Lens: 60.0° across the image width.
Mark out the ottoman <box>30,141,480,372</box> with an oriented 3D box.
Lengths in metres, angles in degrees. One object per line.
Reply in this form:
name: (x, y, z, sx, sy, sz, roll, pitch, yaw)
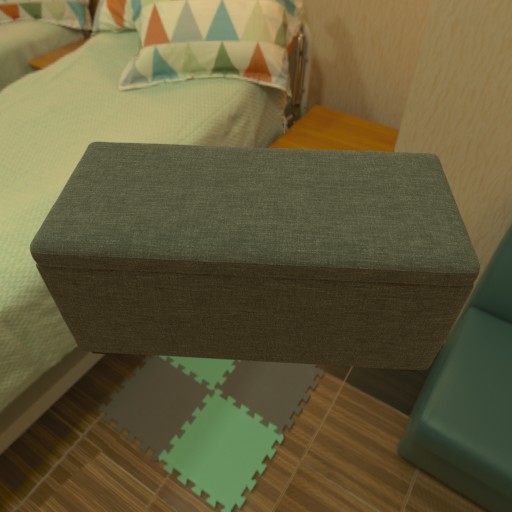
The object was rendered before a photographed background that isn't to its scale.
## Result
ottoman: (0.000, 0.000, 1.119, 0.902, 0.432, 0.419, 3, 46, 3)
